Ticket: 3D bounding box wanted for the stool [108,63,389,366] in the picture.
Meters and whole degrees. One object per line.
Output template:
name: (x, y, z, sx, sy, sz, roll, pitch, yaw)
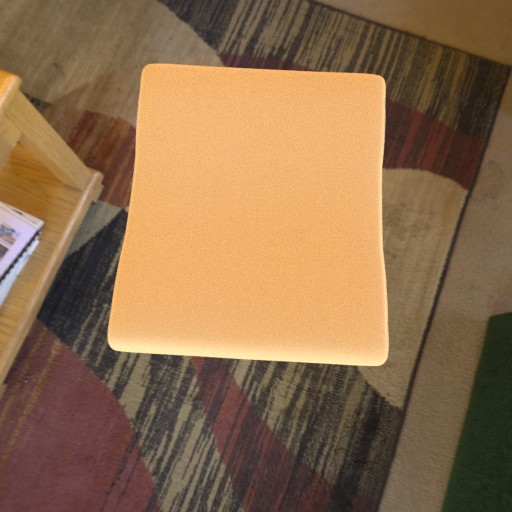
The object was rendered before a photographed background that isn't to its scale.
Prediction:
stool: (0.000, 0.000, 1.030, 0.401, 0.762, 0.471, 3, 77, 1)
